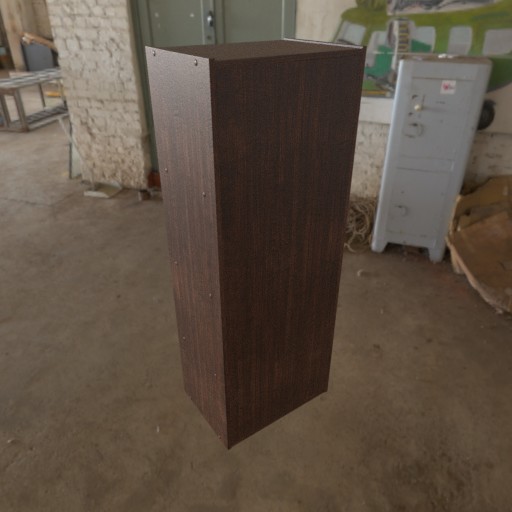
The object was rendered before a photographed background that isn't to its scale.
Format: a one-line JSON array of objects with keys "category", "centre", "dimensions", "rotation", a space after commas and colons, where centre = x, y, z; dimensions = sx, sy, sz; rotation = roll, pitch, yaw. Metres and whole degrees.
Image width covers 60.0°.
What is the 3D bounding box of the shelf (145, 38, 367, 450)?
[{"category": "shelf", "centre": [0.000, 0.000, 1.280], "dimensions": [0.415, 1.099, 0.290], "rotation": [-19, 36, -30]}]
